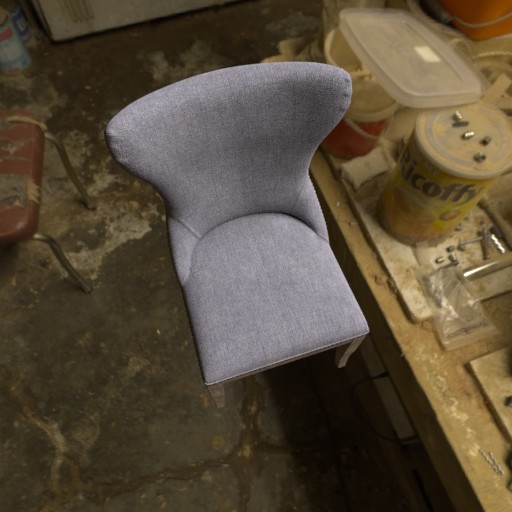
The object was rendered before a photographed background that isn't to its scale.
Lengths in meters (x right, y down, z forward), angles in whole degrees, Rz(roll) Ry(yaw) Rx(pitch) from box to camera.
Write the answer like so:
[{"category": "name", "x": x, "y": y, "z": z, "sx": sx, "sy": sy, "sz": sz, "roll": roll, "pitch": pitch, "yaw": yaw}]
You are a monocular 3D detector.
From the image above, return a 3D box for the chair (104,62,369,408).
[{"category": "chair", "x": 0.000, "y": 0.000, "z": 1.449, "sx": 0.654, "sy": 1.002, "sz": 0.681, "roll": -16, "pitch": 64, "yaw": -8}]
